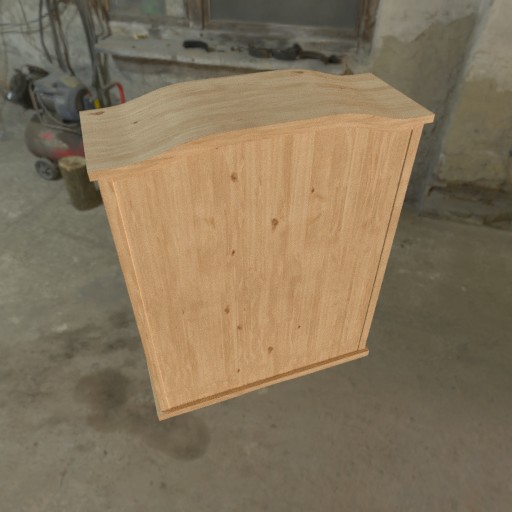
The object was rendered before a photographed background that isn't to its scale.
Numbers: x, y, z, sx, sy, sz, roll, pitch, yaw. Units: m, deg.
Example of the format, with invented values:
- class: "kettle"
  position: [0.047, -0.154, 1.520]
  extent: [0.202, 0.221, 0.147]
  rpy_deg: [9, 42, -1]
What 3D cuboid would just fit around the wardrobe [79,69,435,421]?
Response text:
- class: "wardrobe"
  position: [0.000, 0.000, 2.568]
  extent: [1.500, 1.870, 0.570]
  rpy_deg: [-13, 43, -15]
